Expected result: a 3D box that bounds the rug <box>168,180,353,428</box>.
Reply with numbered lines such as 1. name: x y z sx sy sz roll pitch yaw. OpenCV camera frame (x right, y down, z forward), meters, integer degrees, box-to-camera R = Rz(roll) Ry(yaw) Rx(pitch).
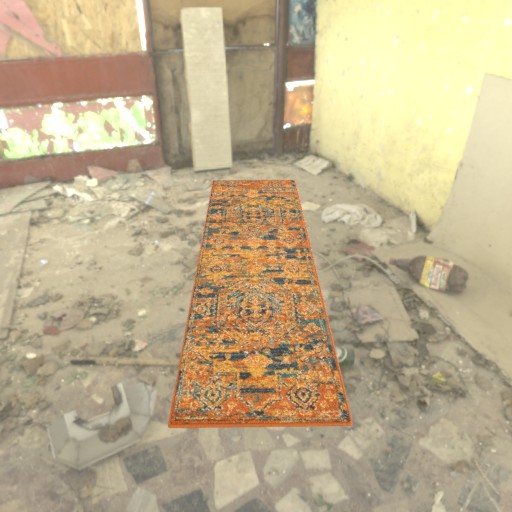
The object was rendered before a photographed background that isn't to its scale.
1. rug: 0.000 0.000 2.518 0.651 0.016 2.274 0 32 -1
